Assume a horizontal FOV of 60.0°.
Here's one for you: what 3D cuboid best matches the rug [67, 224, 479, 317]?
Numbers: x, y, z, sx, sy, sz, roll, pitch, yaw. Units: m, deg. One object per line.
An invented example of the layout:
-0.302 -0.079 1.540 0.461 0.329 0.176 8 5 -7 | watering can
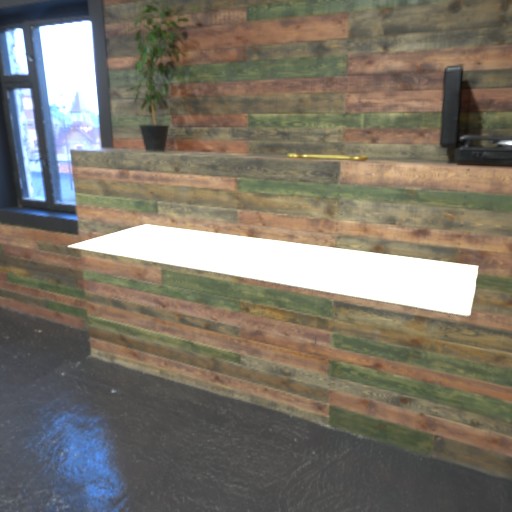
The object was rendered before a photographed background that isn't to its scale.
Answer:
0.000 0.000 2.732 2.450 0.014 0.793 8 18 27 | rug
